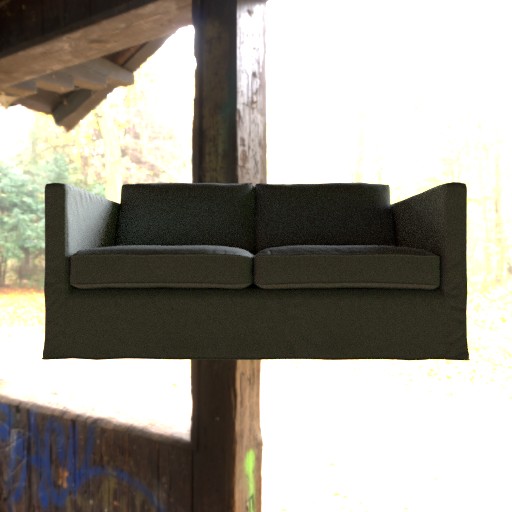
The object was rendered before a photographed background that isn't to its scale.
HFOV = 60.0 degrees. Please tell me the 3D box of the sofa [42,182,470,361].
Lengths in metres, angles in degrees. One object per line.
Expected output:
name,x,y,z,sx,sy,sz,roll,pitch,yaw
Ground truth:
sofa,0.000,0.000,2.217,1.727,0.830,0.944,0,0,1
